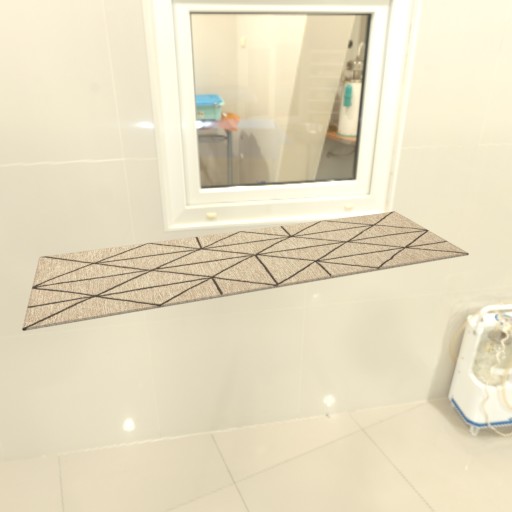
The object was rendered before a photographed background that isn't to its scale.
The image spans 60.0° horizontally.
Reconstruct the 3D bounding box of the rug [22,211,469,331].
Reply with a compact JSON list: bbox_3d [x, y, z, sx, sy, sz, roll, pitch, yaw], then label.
[{"bbox_3d":[0.000,0.000,2.633,2.438,0.012,0.762,-8,27,-16],"label":"rug"}]
